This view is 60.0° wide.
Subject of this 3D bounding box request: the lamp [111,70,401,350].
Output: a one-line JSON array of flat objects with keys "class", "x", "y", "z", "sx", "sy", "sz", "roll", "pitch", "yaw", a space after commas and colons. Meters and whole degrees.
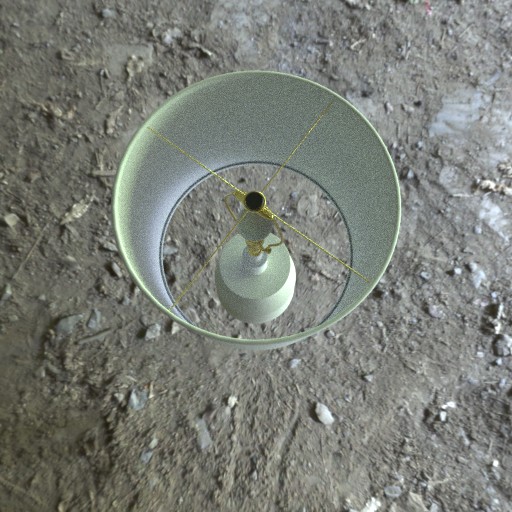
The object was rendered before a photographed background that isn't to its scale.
[{"class": "lamp", "x": 0.000, "y": 0.000, "z": 0.718, "sx": 0.301, "sy": 0.533, "sz": 0.301, "roll": 36, "pitch": 79, "yaw": 8}]
